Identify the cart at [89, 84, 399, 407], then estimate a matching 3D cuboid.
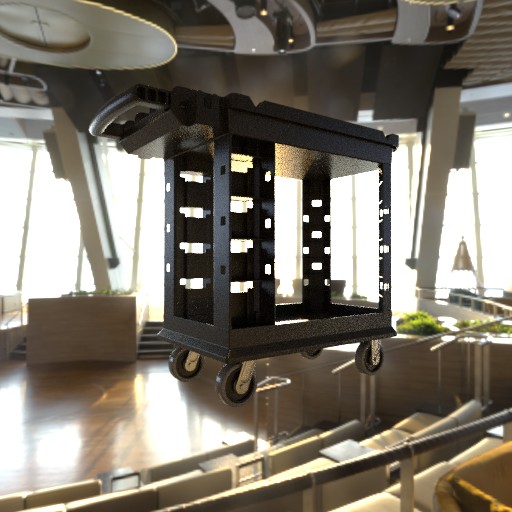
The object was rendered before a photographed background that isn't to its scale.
[{"bbox_3d":[0.000,0.000,1.546,1.061,0.884,0.497,0,0,-36],"label":"cart"}]
